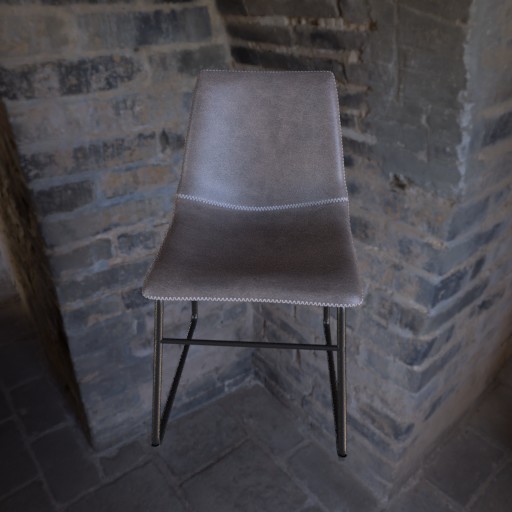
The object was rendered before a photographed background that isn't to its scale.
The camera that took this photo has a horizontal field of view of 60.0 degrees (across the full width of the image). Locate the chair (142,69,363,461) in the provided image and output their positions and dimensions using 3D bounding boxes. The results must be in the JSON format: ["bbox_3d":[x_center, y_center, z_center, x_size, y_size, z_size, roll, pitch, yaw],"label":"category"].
[{"bbox_3d":[0.000,0.000,1.076,0.460,0.780,0.550,2,29,3],"label":"chair"}]
